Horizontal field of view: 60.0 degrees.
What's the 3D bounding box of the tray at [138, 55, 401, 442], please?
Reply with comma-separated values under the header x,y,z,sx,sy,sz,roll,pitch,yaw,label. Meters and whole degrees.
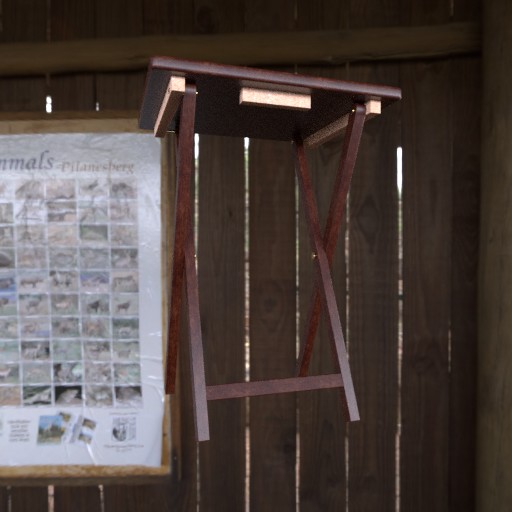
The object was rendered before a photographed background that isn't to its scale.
x,y,z,sx,sy,sz,roll,pitch,yaw,label
0.000,0.000,0.976,0.483,0.660,0.381,0,0,-18,tray
